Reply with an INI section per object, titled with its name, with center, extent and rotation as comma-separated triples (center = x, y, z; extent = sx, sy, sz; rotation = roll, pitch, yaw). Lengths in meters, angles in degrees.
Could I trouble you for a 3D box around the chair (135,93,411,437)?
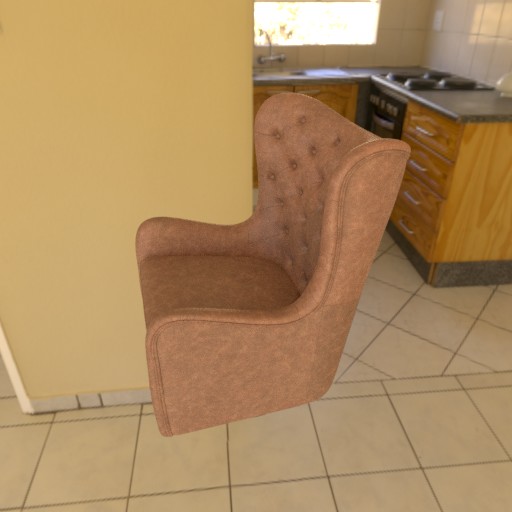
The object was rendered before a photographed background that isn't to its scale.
[chair]
center = 0.000, 0.000, 1.750
extent = 0.930, 1.079, 0.831
rotation = -8, 31, -14
